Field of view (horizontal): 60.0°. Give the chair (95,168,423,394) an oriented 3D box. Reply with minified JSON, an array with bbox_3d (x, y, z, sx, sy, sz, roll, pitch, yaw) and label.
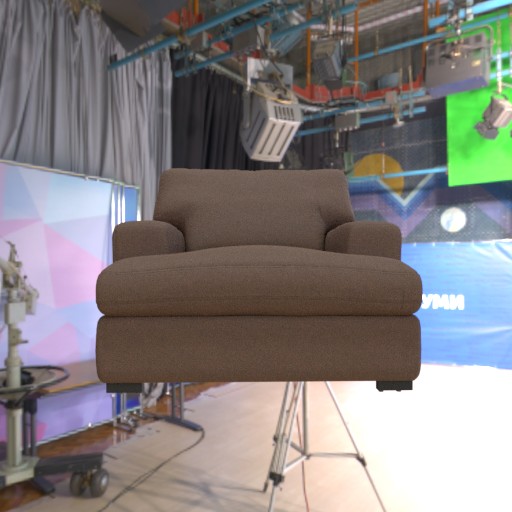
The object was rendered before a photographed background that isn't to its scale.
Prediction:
[{"bbox_3d":[0.000,0.000,2.013,1.168,0.940,1.143,0,0,-2],"label":"chair"}]
